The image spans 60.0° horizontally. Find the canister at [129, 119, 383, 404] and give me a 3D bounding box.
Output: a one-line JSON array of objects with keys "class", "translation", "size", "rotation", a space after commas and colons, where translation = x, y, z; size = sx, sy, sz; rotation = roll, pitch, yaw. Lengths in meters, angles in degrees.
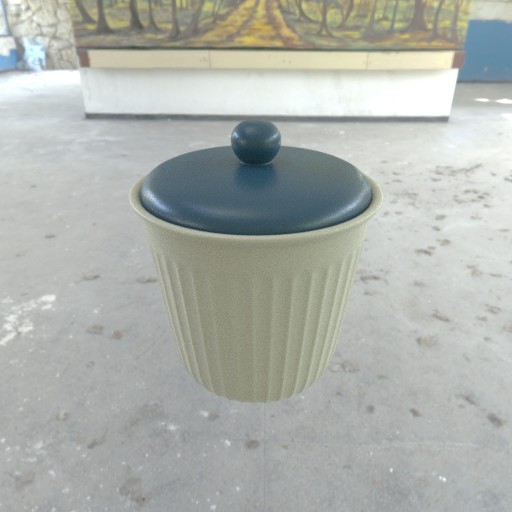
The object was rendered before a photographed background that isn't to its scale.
[{"class": "canister", "translation": [0.000, 0.000, 0.352], "size": [0.181, 0.211, 0.181], "rotation": [0, 28, 0]}]
